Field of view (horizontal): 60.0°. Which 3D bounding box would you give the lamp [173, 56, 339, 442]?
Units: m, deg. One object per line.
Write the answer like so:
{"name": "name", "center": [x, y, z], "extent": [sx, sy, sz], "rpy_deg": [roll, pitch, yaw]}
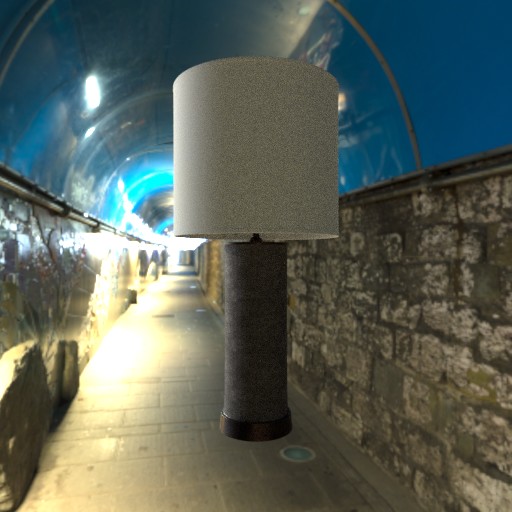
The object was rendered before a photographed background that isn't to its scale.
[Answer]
{"name": "lamp", "center": [0.000, 0.000, 0.817], "extent": [0.301, 0.630, 0.301], "rpy_deg": [0, 0, 0]}
